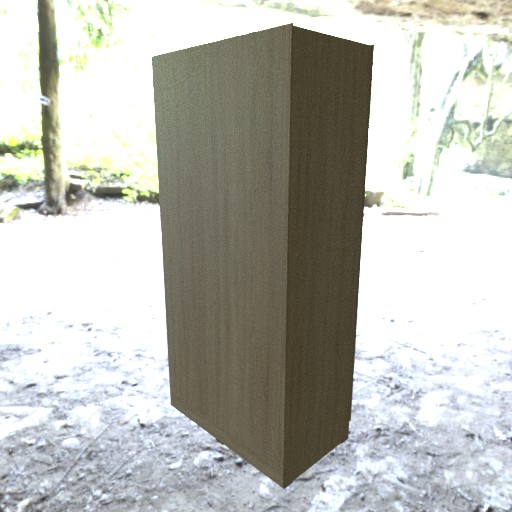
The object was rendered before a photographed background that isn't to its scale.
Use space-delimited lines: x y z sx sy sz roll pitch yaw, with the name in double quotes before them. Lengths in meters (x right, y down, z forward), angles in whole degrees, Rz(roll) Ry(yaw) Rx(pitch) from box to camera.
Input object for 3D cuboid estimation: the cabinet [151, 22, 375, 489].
"cabinet" 0.000 0.000 2.486 0.590 2.121 1.001 -14 20 -42
